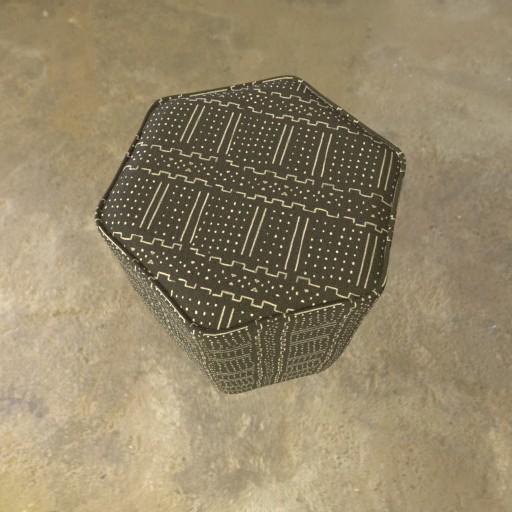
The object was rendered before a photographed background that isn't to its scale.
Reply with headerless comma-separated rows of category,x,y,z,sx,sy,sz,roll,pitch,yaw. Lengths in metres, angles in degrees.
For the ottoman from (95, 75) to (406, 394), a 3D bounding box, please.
ottoman,0.000,0.000,0.888,0.443,0.502,0.494,14,64,7
